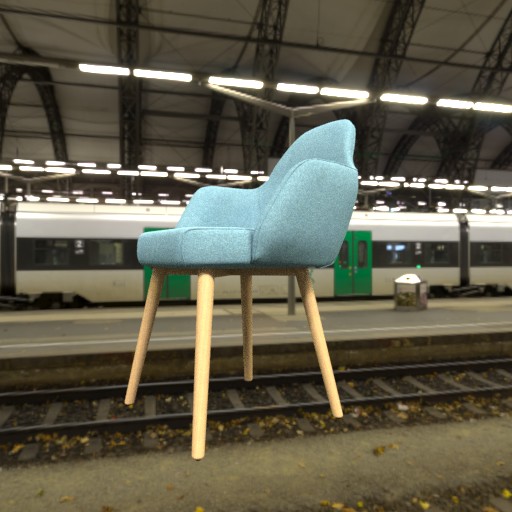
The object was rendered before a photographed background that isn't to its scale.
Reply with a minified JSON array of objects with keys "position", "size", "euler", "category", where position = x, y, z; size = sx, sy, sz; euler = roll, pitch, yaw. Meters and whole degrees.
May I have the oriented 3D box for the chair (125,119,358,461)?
[{"position":[0.000,0.000,1.368],"size":[0.666,0.920,0.589],"euler":[0,0,-35],"category":"chair"}]
